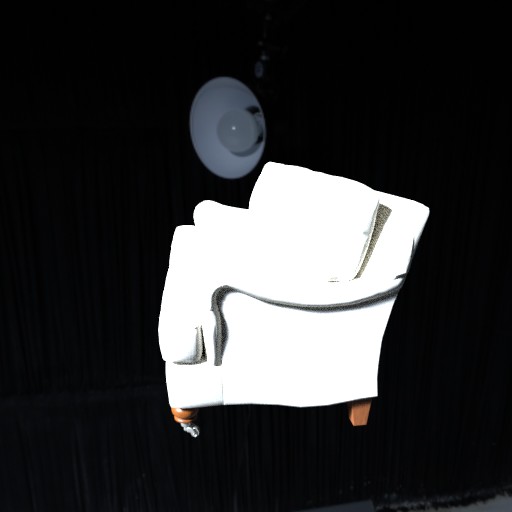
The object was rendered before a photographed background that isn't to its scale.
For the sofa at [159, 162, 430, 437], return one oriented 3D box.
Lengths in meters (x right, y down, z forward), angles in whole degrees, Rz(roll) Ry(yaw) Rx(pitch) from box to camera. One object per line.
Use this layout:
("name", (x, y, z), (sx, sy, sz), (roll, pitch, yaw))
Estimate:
("sofa", (0.000, 0.000, 2.764), (1.086, 1.087, 2.159), (-2, 15, -8))
